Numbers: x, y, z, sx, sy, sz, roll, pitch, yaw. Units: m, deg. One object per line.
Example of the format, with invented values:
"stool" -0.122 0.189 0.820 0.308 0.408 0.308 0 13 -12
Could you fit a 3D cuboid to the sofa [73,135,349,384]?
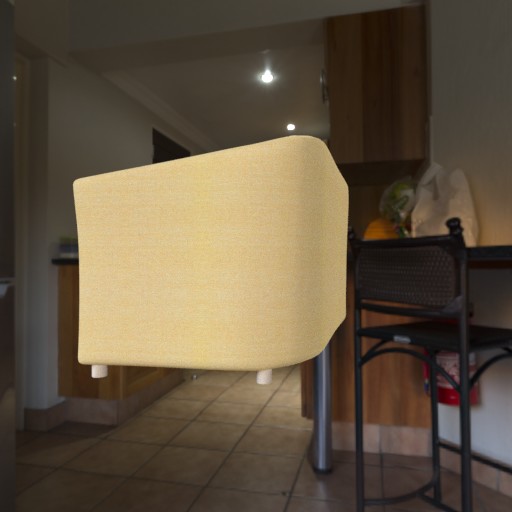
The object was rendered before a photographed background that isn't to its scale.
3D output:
"sofa" 0.000 0.000 1.881 0.705 0.721 1.452 0 0 16
